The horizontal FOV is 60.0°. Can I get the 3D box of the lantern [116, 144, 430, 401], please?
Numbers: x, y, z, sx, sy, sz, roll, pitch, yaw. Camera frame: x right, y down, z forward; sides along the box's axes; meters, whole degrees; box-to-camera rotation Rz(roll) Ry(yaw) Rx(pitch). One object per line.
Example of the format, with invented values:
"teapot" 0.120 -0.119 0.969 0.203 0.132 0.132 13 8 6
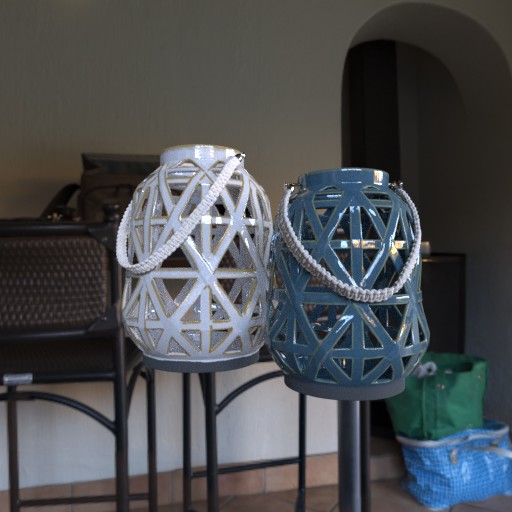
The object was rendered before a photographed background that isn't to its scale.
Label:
"lantern" 0.000 0.000 0.601 0.439 0.307 0.245 -1 -1 35
